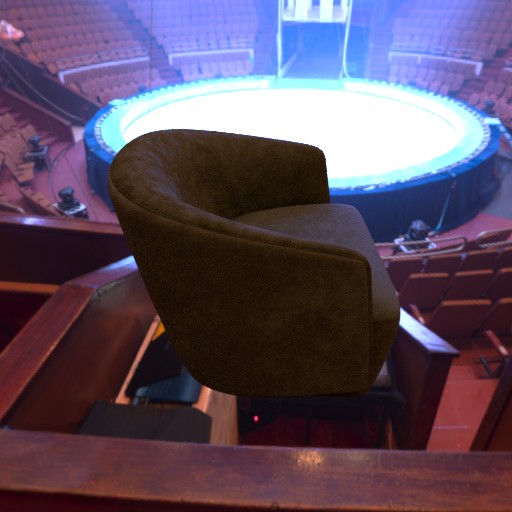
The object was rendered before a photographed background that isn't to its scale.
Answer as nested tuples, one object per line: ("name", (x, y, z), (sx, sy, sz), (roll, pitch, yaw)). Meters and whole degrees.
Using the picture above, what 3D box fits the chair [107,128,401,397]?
("chair", (0.000, 0.000, 1.380), (0.767, 0.698, 0.773), (0, 31, 0))
